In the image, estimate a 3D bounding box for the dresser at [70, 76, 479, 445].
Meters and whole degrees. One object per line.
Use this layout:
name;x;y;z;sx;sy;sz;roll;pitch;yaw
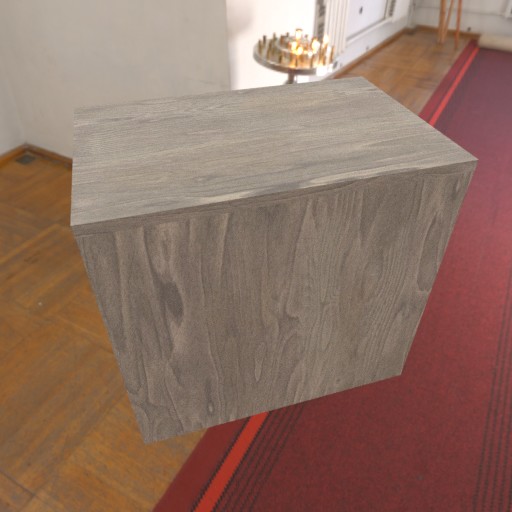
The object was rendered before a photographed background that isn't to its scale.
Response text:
dresser;0.000;0.000;1.274;0.809;0.762;0.529;-11;42;-13
